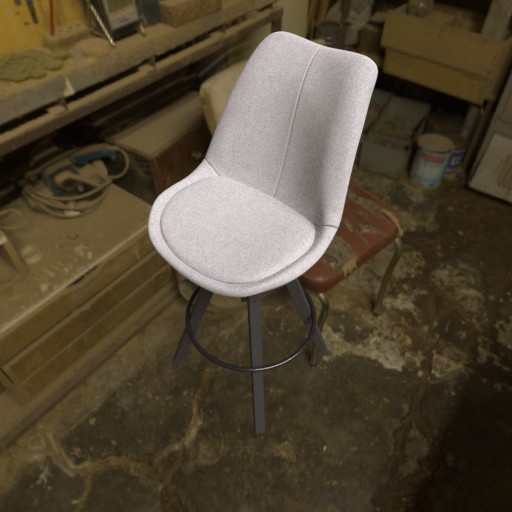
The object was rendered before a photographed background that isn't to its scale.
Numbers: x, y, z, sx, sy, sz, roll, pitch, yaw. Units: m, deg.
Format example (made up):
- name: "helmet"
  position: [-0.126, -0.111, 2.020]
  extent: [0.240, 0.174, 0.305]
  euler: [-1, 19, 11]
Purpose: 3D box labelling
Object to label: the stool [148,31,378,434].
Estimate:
- name: "stool"
  position: [0.000, 0.000, 1.354]
  extent: [0.485, 1.115, 0.550]
  euler: [31, 54, 26]
